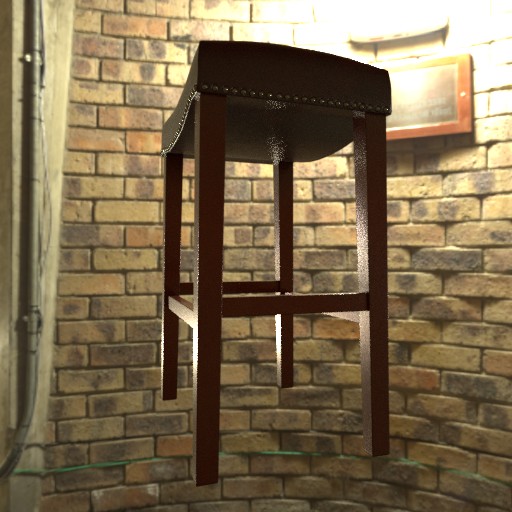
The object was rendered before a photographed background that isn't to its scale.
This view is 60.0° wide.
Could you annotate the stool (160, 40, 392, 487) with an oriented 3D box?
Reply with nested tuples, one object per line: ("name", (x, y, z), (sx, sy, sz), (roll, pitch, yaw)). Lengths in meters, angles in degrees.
("stool", (0.000, 0.000, 0.993), (0.372, 0.742, 0.504), (0, 0, -19))
